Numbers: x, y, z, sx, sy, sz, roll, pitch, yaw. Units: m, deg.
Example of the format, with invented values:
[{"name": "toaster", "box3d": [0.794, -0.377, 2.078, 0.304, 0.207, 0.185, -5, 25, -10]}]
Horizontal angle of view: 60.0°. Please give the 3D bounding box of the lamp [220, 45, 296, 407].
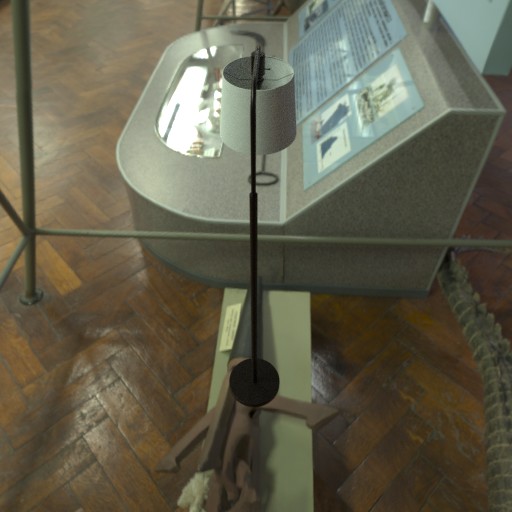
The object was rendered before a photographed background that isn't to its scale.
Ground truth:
[{"name": "lamp", "box3d": [0.000, 0.000, 1.711, 0.254, 1.478, 0.508, 2, 45, 2]}]
